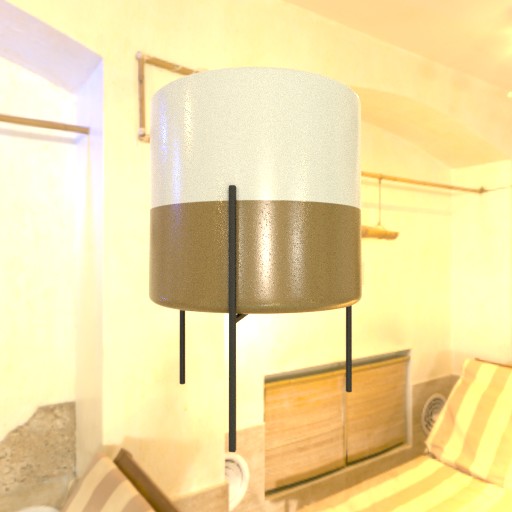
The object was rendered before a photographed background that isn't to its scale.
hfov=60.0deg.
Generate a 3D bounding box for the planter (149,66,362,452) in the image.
[{"bbox_3d":[0.000,0.000,0.653,0.310,0.432,0.310,0,0,-36],"label":"planter"}]
